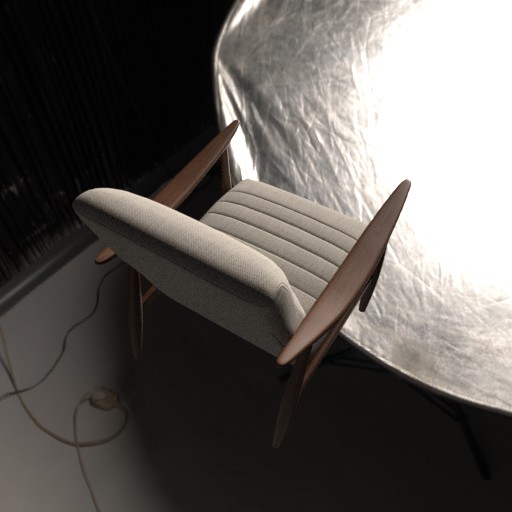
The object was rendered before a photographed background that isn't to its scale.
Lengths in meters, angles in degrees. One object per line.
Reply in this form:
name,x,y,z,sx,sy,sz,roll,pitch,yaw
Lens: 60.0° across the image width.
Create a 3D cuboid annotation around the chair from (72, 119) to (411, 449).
chair,0.000,0.000,1.460,0.741,0.832,0.798,25,53,21
